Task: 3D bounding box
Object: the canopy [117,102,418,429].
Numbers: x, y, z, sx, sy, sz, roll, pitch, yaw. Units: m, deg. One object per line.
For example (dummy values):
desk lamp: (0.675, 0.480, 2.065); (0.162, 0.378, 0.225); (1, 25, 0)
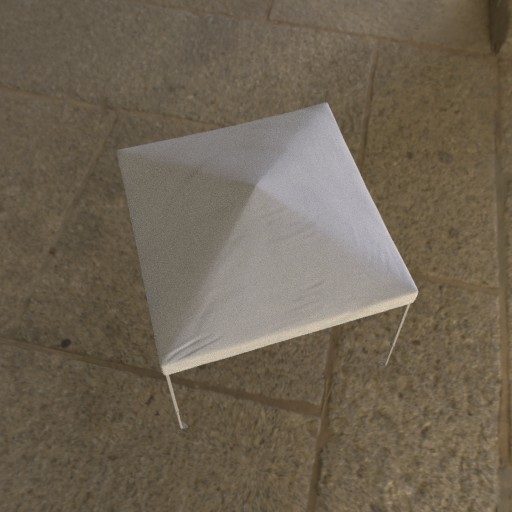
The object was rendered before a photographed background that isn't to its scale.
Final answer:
canopy: (0.000, 0.000, 6.471); (3.600, 3.600, 3.599); (-15, 66, -7)
